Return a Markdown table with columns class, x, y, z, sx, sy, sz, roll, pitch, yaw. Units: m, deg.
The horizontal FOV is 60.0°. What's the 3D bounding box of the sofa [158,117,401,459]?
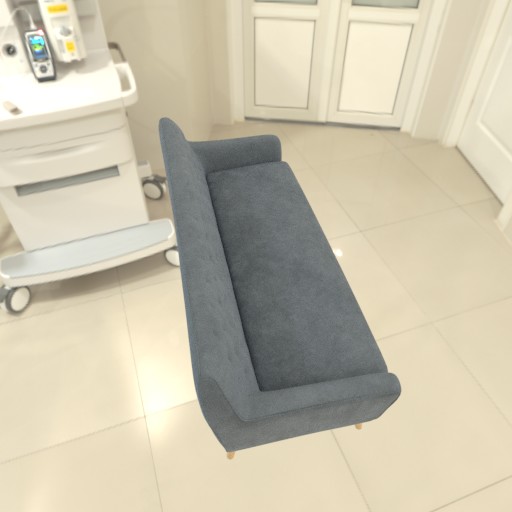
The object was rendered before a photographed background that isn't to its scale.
| class | x | y | z | sx | sy | sz | roll | pitch | yaw |
| --- | --- | --- | --- | --- | --- | --- | --- | --- | --- |
| sofa | 0.000 | 0.000 | 2.449 | 0.841 | 0.832 | 1.975 | -9 | 46 | -9 |
